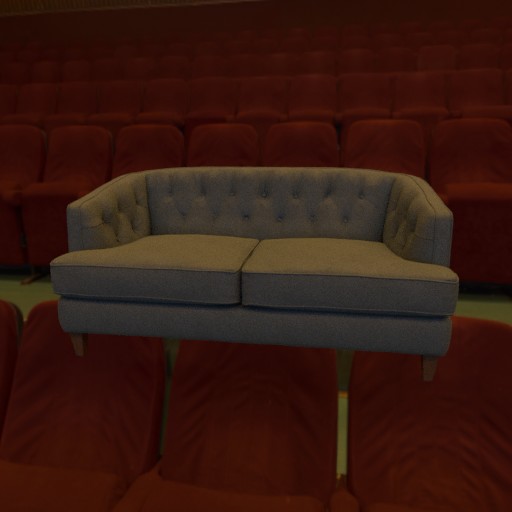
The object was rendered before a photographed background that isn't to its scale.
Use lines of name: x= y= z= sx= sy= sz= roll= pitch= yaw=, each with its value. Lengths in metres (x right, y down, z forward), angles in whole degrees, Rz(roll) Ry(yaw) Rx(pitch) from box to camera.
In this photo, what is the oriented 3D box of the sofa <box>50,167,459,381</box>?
sofa: x=0.000 y=0.000 z=2.243 sx=1.733 sy=0.855 sz=0.941 roll=2 pitch=14 yaw=8
